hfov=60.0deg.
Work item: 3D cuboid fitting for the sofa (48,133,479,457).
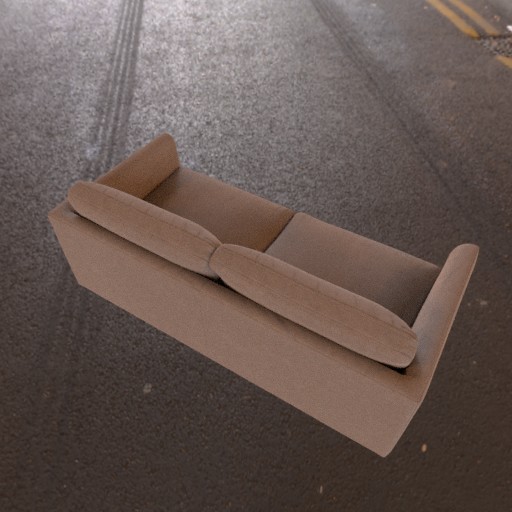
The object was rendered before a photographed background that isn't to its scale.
[{"bbox_3d":[0.000,0.000,2.676,2.588,0.838,1.090,24,51,21],"label":"sofa"}]
